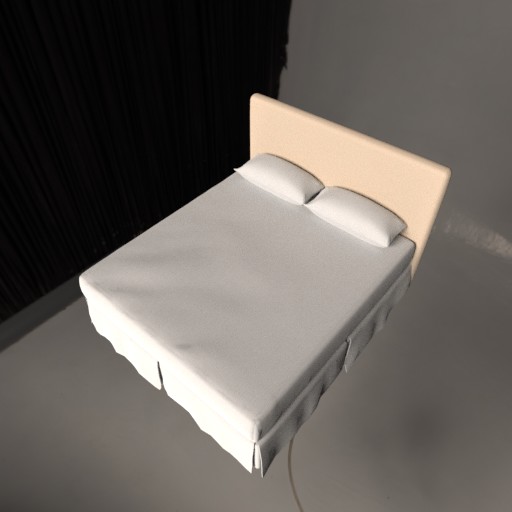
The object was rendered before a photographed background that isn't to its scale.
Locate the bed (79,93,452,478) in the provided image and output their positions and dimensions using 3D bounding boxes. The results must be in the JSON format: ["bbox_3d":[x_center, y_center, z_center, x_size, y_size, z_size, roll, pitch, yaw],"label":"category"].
[{"bbox_3d":[0.000,0.000,3.388,1.884,1.330,2.142,31,53,27],"label":"bed"}]
